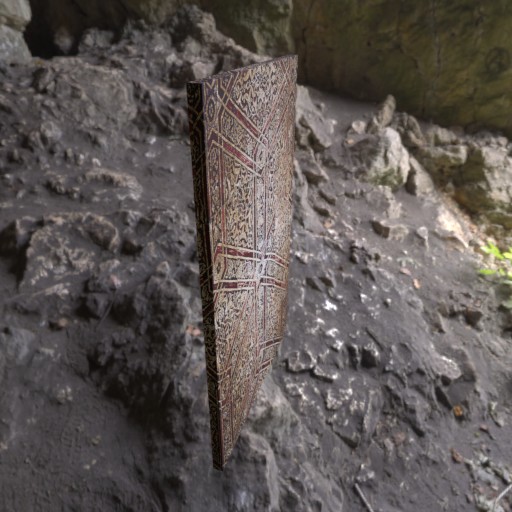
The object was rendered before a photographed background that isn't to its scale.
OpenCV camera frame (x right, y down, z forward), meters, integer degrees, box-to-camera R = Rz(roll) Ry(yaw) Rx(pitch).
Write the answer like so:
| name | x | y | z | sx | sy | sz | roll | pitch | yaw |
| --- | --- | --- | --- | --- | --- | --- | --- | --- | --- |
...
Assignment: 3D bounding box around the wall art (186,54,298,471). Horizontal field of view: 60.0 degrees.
| name | x | y | z | sx | sy | sz | roll | pitch | yaw |
| --- | --- | --- | --- | --- | --- | --- | --- | --- | --- |
| wall art | 0.000 | 0.000 | 0.754 | 0.020 | 0.599 | 0.397 | 9 | 30 | 16 |
